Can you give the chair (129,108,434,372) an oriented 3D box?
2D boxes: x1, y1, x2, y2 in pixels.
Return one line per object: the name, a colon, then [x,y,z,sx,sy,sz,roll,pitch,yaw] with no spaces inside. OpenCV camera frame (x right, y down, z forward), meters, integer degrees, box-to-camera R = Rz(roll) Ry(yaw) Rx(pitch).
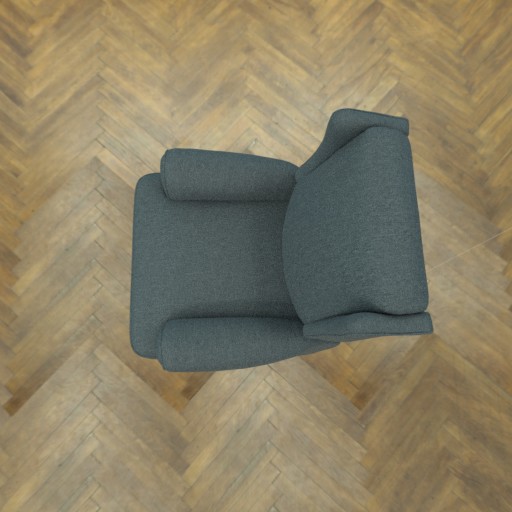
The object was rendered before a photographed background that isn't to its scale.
chair: [0.000,0.000,1.701,0.969,1.011,0.847,-2,77,0]
